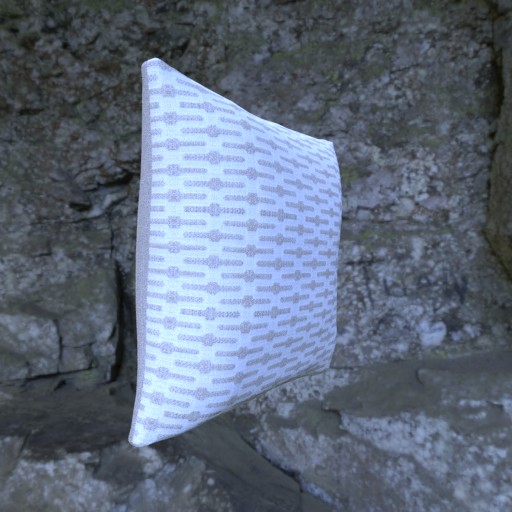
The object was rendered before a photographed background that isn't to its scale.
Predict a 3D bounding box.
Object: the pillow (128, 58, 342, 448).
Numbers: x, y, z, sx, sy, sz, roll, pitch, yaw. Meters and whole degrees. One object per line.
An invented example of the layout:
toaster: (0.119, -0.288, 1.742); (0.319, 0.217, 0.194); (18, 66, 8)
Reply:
pillow: (0.000, 0.000, 0.754); (0.219, 0.491, 0.496); (0, 0, 36)
